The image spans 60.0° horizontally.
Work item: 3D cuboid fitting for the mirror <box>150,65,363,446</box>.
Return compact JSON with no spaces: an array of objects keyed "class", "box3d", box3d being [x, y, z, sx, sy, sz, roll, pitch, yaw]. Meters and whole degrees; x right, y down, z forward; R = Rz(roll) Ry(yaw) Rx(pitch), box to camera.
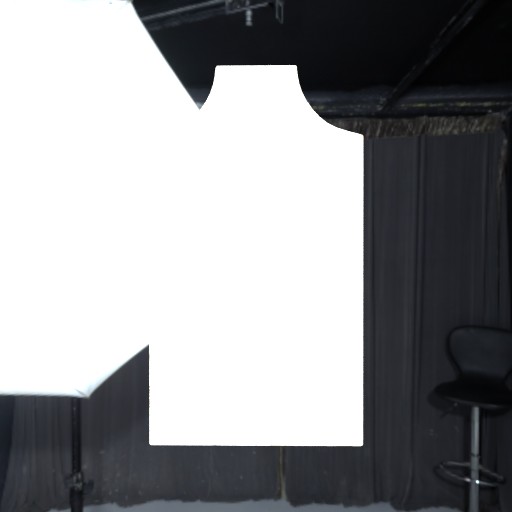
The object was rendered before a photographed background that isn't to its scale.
[{"class":"mirror","box3d":[0.000,0.000,0.849,0.403,0.717,0.022,0,0,1]}]
